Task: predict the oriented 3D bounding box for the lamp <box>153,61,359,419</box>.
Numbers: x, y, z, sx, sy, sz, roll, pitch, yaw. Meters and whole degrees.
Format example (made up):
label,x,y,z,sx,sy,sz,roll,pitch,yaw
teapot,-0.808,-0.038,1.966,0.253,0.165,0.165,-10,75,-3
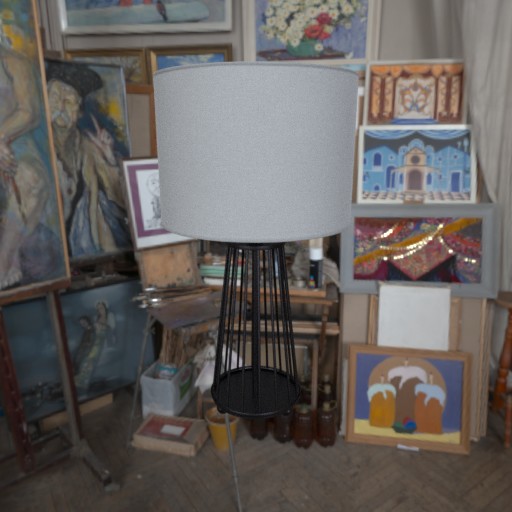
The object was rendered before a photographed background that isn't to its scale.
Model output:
label,x,y,z,sx,sy,sz,roll,pitch,yaw
lamp,0.000,0.000,0.788,0.322,0.593,0.322,-8,17,-27
